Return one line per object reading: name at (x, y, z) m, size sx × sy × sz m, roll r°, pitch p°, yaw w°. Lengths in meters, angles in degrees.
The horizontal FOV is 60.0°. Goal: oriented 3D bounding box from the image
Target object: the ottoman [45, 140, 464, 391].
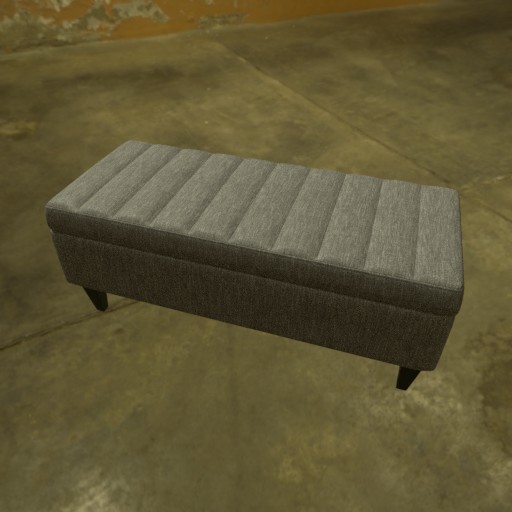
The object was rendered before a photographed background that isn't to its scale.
ottoman at (0.000, 0.000, 1.428) m, size 1.151 × 0.469 × 0.482 m, roll 12°, pitch 41°, yaw 14°
